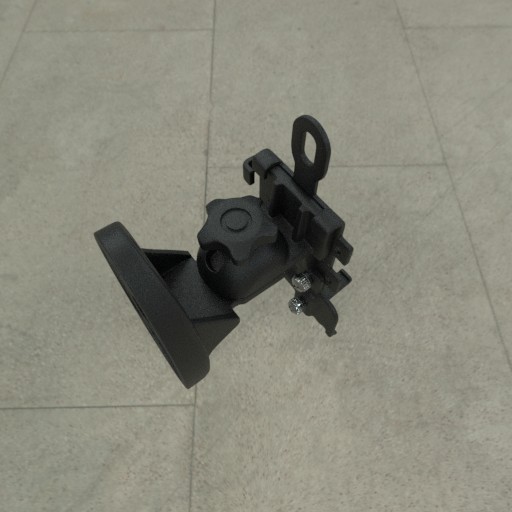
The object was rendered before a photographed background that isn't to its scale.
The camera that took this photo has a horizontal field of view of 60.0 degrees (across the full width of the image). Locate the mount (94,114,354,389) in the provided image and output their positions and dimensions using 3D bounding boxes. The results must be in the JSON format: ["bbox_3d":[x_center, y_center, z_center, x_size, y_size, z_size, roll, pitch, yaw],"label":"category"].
[{"bbox_3d":[0.000,0.000,0.179,0.100,0.118,0.066,-32,65,-18],"label":"mount"}]
